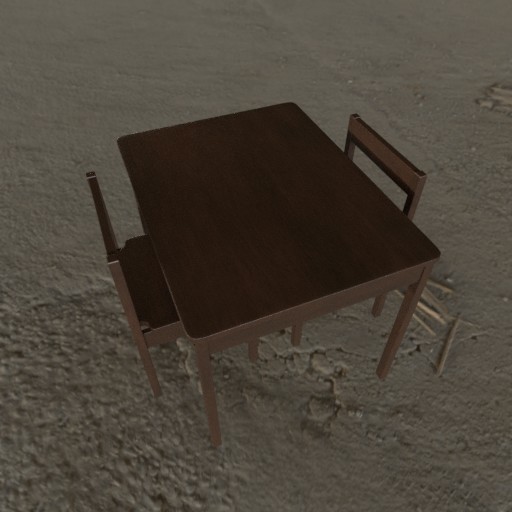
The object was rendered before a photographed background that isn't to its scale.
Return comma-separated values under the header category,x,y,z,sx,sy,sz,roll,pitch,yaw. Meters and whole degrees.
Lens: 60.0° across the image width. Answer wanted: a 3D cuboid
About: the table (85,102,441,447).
category,x,y,z,sx,sy,sz,roll,pitch,yaw
table,0.000,0.000,1.121,0.672,0.503,0.650,-17,48,-15
